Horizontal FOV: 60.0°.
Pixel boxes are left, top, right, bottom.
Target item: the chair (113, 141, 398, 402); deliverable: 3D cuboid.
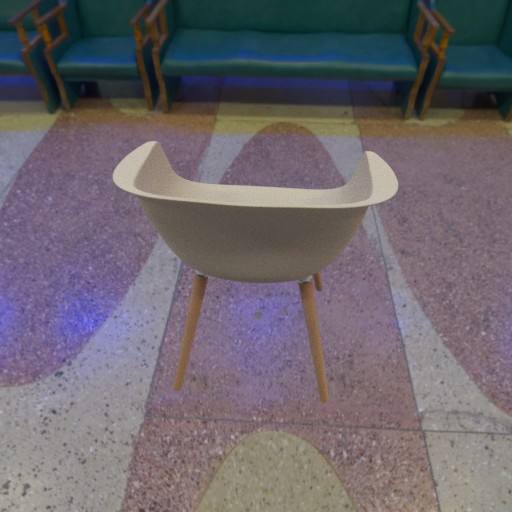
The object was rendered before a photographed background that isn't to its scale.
[{"bbox_3d":[0.000,0.000,1.168,0.593,0.781,0.504,4,47,3],"label":"chair"}]
